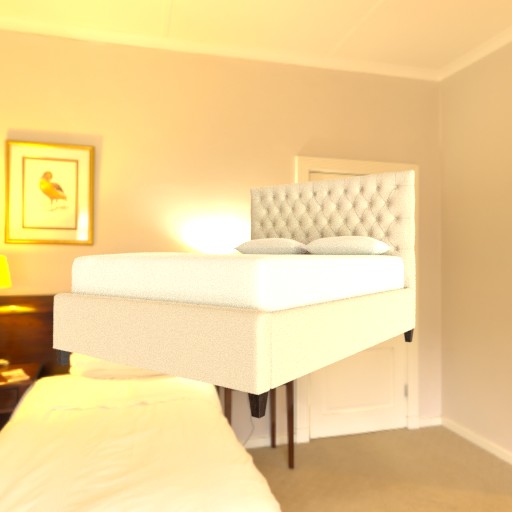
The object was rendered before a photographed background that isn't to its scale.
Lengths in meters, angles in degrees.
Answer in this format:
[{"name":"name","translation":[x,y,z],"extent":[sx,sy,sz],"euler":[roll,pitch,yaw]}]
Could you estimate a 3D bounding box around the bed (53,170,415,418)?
[{"name":"bed","translation":[0.000,0.000,3.296],"extent":[1.696,1.426,2.233],"euler":[0,0,36]}]
